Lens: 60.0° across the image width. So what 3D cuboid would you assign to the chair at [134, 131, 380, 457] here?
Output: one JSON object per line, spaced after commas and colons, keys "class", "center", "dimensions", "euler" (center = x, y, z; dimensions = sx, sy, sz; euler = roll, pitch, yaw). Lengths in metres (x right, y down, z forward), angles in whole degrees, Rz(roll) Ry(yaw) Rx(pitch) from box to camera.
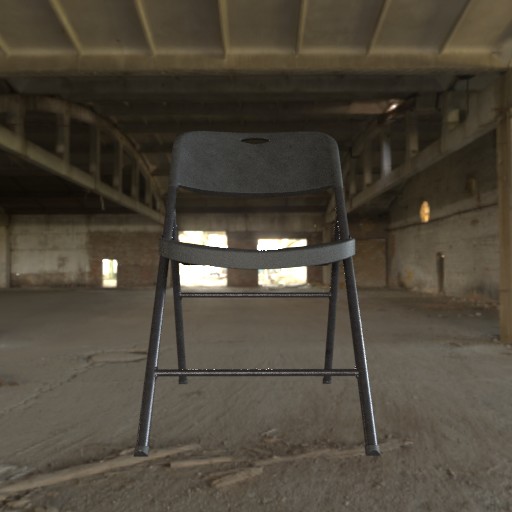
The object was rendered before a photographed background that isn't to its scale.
{"class": "chair", "center": [0.000, 0.000, 1.166], "dimensions": [0.494, 0.810, 0.567], "euler": [0, -1, -1]}
